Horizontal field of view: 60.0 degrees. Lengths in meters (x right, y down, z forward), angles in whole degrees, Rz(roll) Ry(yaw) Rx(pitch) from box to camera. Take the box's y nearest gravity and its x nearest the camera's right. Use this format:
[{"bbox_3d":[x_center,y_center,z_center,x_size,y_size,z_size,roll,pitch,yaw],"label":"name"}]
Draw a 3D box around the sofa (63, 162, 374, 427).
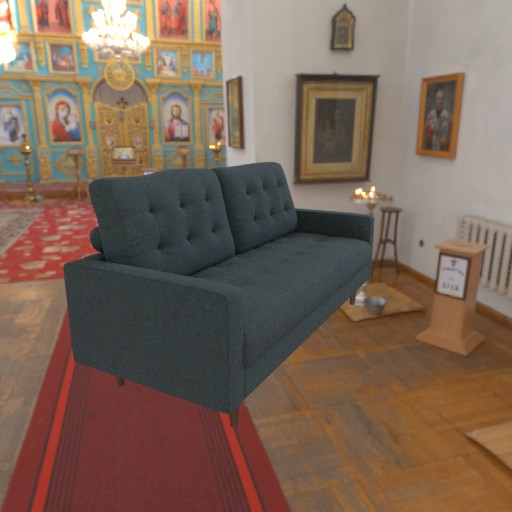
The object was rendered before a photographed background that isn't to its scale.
[{"bbox_3d":[0.000,0.000,2.669,0.966,1.050,2.010,8,17,28],"label":"sofa"}]
